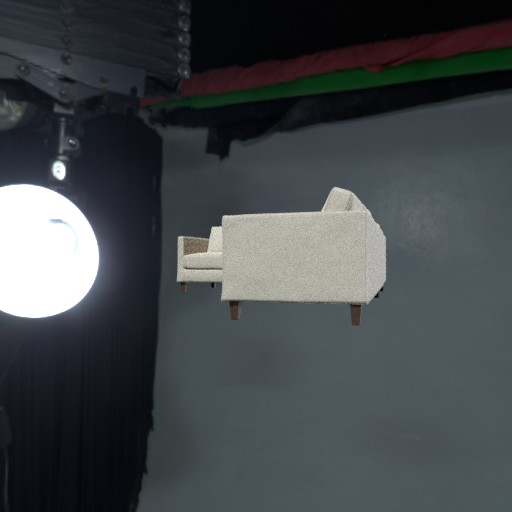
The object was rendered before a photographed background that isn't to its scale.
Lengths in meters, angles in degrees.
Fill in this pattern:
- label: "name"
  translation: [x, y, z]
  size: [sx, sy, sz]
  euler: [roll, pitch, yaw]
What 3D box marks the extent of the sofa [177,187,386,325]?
- label: "sofa"
  translation: [0.000, 0.000, 4.474]
  size: [2.432, 0.863, 3.182]
  euler: [0, -1, 18]
